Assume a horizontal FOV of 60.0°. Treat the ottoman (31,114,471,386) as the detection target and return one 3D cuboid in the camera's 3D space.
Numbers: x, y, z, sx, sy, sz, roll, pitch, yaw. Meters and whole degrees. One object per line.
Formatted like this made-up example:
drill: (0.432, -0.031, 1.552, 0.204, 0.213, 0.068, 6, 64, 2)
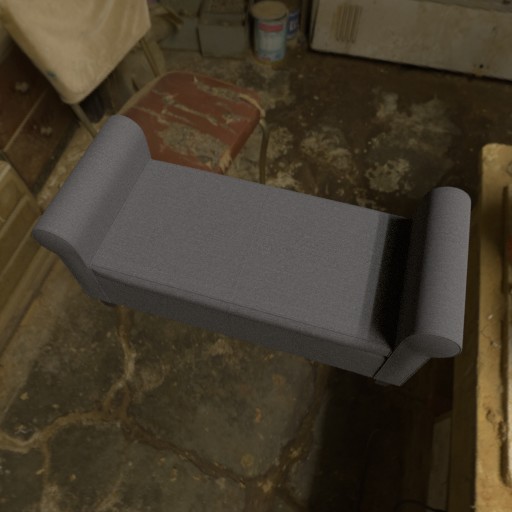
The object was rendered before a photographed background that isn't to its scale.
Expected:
ottoman: (0.000, 0.000, 1.542, 1.256, 0.547, 0.521, 14, 60, 9)
